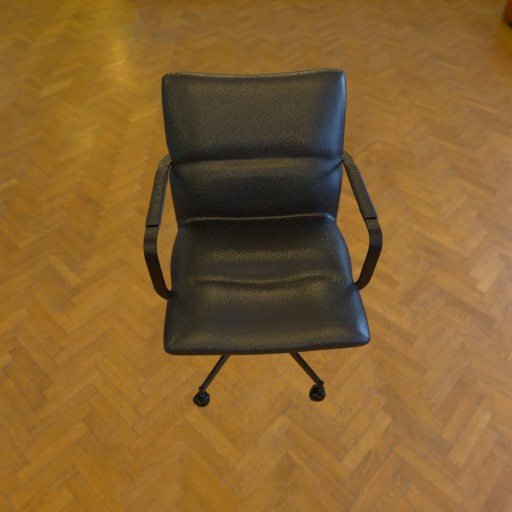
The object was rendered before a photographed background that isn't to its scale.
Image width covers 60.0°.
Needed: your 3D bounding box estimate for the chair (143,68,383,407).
[{"bbox_3d":[0.000,0.000,1.453,0.719,0.922,0.748,-2,47,-2],"label":"chair"}]
